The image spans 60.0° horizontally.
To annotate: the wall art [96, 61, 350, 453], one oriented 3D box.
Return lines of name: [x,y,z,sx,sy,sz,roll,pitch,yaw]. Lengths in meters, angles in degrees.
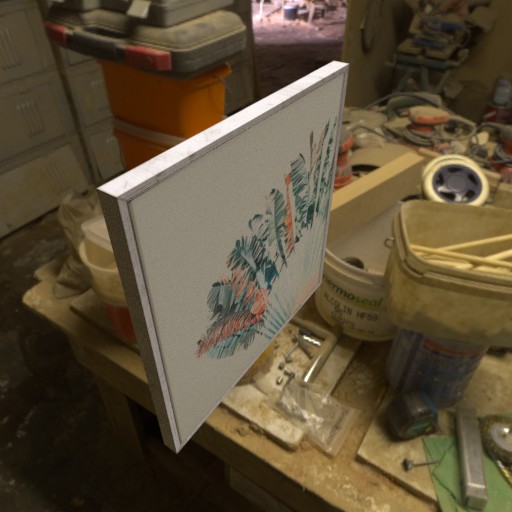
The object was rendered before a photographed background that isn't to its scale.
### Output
wall art: [0.000,0.000,0.751,0.029,0.506,0.508,24,45,26]
